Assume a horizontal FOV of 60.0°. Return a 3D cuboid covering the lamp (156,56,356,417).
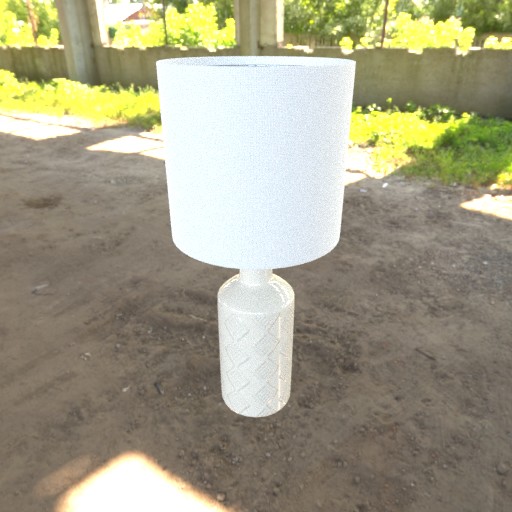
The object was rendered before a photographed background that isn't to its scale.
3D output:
[{"bbox_3d":[0.000,0.000,0.570,0.207,0.461,0.207,0,27,0],"label":"lamp"}]
